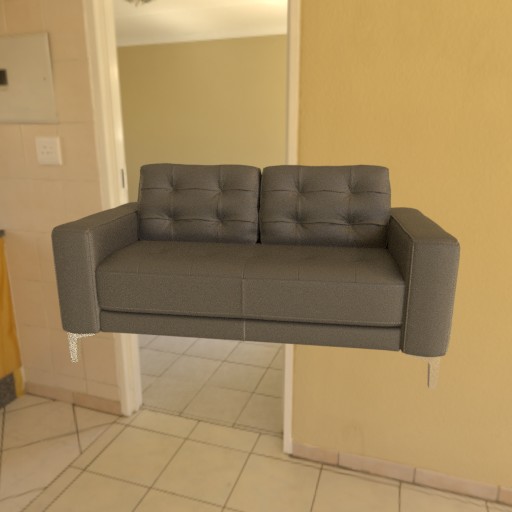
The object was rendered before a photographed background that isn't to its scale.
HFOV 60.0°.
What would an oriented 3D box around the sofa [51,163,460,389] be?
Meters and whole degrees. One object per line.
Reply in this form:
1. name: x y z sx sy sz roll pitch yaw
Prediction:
1. sofa: 0.000 0.000 2.228 1.726 0.892 0.833 2 15 8
